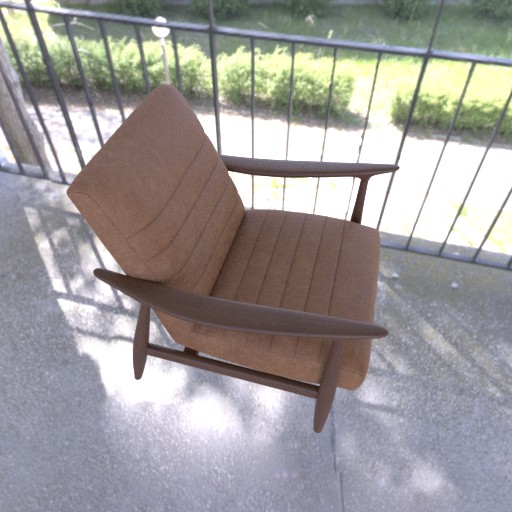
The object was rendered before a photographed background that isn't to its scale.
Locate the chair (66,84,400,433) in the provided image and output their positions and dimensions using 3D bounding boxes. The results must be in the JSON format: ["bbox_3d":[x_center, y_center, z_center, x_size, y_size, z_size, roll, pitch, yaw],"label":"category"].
[{"bbox_3d":[0.000,0.000,1.430,0.798,0.832,0.741,11,47,10],"label":"chair"}]
